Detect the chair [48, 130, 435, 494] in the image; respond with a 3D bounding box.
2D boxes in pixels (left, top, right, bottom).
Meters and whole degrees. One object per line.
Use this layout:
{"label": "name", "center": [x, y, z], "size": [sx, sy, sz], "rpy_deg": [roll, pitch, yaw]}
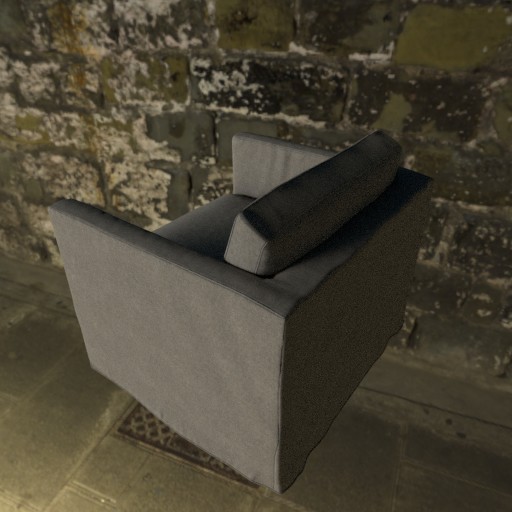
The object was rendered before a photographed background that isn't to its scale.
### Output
{"label": "chair", "center": [0.000, 0.000, 1.672], "size": [0.949, 0.863, 1.057], "rpy_deg": [22, 38, 30]}
